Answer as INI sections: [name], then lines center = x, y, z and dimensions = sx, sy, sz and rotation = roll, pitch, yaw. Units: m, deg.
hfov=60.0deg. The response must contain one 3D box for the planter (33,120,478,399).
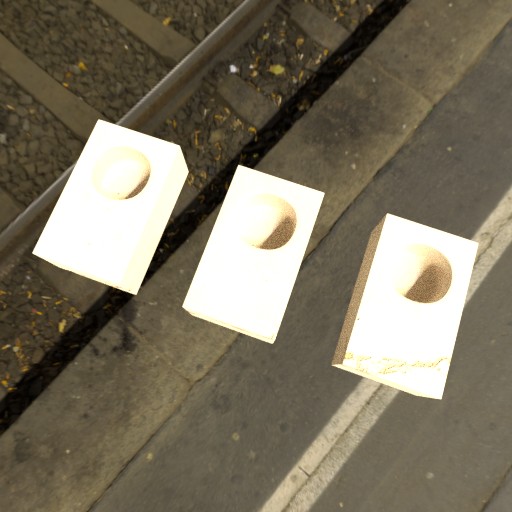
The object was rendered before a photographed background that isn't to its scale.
[planter]
center = 0.000, 0.000, 0.378
dimensions = 0.333, 0.051, 0.127
rotation = 19, 76, 5
